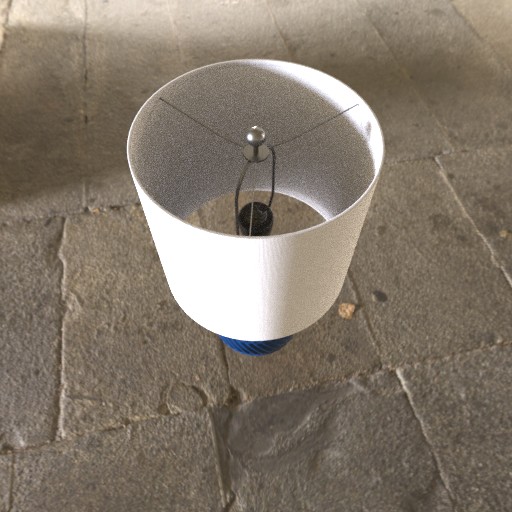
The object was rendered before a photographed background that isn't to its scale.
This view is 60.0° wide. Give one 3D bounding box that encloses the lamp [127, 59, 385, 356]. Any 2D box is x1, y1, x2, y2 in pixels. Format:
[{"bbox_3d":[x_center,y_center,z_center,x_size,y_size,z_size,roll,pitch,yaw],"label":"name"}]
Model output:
[{"bbox_3d":[0.000,0.000,0.503,0.203,0.368,0.203,28,61,17],"label":"lamp"}]
